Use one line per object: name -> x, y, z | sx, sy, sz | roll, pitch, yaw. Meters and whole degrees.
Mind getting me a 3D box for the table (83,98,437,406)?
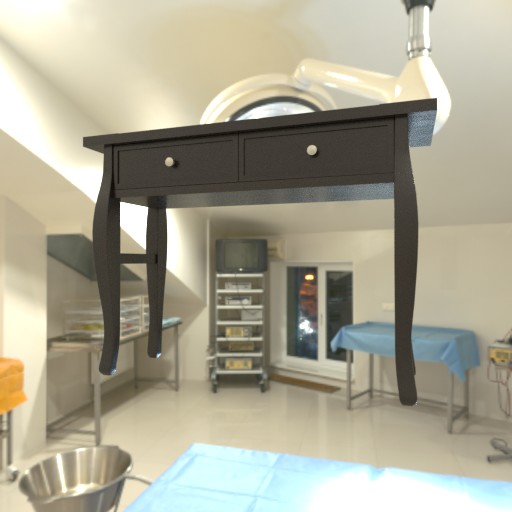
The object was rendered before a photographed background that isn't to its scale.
table -> 0.000, 0.000, 1.423 | 1.062, 0.768, 0.373 | 0, -1, 19
